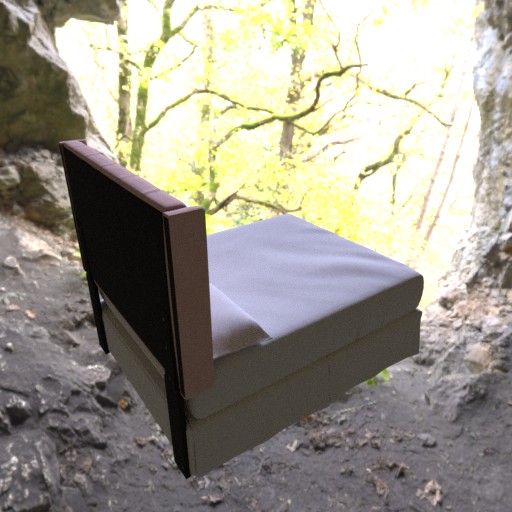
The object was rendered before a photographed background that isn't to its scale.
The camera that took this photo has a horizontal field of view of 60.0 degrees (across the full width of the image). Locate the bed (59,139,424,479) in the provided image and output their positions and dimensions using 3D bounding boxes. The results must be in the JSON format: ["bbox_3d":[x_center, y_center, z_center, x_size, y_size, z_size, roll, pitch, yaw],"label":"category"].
[{"bbox_3d":[0.000,0.000,3.264,2.066,1.665,1.719,-18,31,-31],"label":"bed"}]
